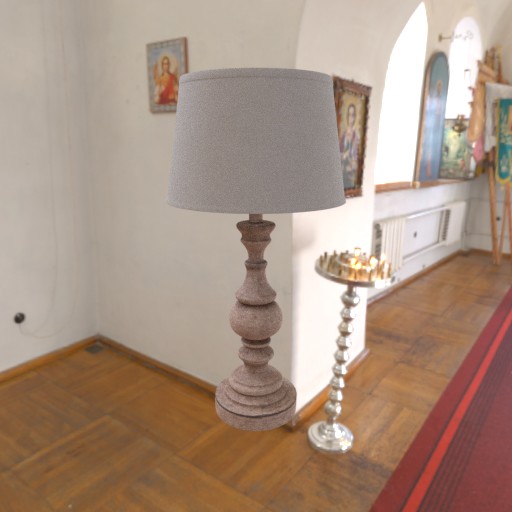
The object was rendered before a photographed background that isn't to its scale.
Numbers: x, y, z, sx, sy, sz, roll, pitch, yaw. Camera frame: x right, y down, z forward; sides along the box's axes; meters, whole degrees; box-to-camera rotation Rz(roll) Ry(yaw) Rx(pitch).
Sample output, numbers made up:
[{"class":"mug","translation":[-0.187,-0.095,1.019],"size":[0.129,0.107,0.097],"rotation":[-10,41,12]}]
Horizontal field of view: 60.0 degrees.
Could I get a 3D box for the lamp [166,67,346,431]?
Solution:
[{"class":"lamp","translation":[0.000,0.000,0.881],"size":[0.340,0.678,0.340],"rotation":[0,15,0]}]
